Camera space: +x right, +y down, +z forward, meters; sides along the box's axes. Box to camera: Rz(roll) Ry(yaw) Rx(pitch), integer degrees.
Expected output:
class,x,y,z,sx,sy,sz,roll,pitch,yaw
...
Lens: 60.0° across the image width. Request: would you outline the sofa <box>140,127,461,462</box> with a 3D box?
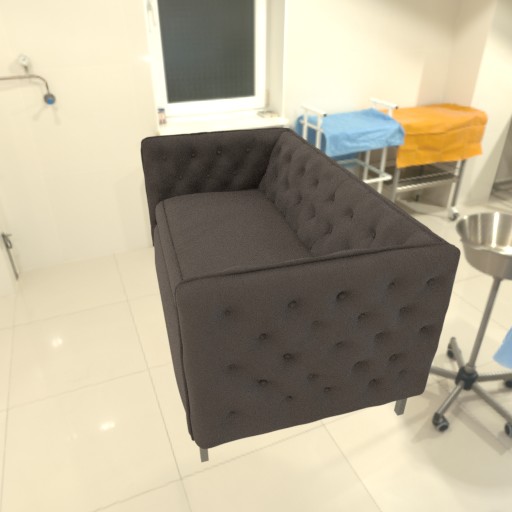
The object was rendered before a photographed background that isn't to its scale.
class,x,y,z,sx,sy,sz,roll,pitch,yaw
sofa,0.000,0.000,2.084,0.909,0.810,1.583,-8,31,-14
